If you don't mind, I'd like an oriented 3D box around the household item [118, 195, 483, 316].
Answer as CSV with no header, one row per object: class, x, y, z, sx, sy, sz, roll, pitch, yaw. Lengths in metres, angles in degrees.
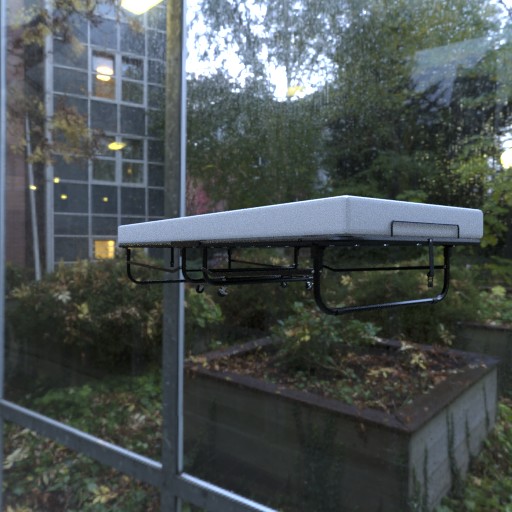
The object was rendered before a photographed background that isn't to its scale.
household item,0.000,0.000,2.179,0.787,0.356,1.905,0,1,-36
